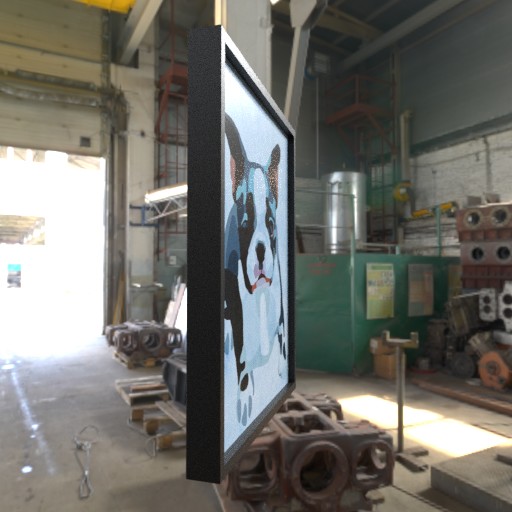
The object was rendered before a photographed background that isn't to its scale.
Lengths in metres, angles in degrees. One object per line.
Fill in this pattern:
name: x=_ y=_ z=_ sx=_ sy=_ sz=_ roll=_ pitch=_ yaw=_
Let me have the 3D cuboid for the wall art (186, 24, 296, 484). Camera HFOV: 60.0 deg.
wall art: x=0.000 y=0.000 z=0.500 sx=0.030 sy=0.369 sz=0.294 roll=0 pitch=-2 yaw=17
